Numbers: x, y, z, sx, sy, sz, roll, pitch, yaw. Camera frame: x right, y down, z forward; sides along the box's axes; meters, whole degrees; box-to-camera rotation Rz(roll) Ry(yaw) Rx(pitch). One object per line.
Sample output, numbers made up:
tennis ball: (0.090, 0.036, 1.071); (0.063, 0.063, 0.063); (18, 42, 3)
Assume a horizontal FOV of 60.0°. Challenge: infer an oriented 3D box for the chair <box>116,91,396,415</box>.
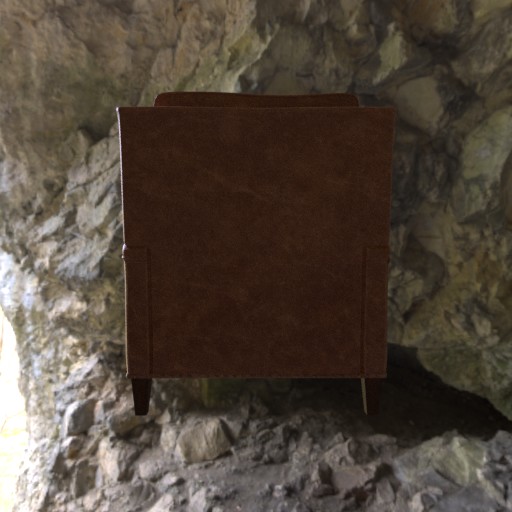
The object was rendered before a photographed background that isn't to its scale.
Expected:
chair: (0.000, 0.000, 1.842); (0.854, 1.054, 1.035); (0, 0, 0)
